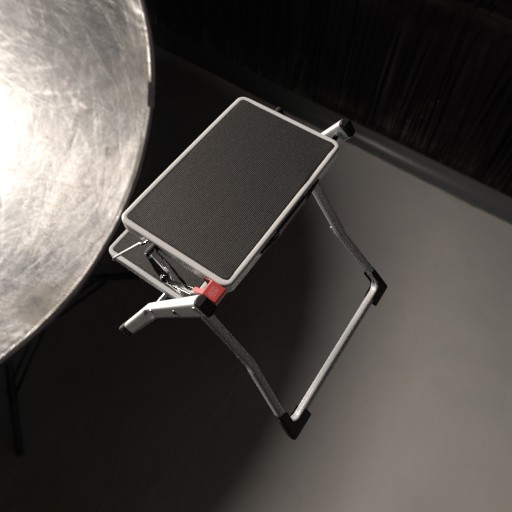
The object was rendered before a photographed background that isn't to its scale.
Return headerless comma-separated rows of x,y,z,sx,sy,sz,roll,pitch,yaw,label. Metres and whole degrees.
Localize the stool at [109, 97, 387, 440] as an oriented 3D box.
0.000,0.000,0.870,0.490,0.445,0.485,31,66,16,stool
